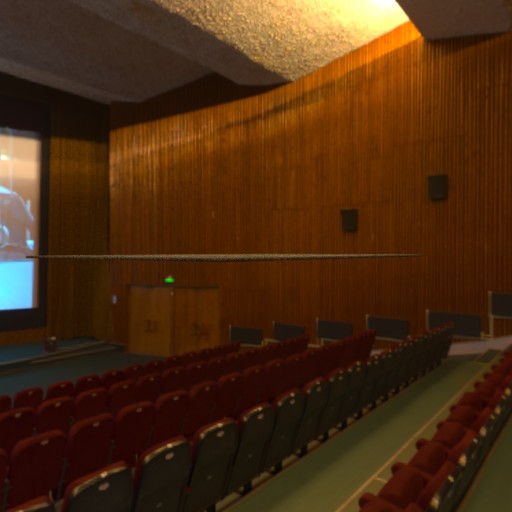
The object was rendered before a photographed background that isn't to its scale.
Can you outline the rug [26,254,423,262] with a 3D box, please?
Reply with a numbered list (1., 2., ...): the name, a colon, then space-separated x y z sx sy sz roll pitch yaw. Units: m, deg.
1. rug: 0.000 0.000 2.237 1.139 0.010 1.754 0 1 37
